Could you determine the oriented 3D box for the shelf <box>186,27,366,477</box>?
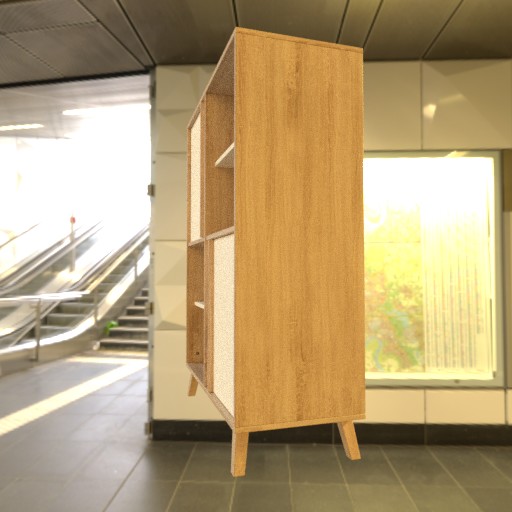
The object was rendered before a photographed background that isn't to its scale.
[{"bbox_3d":[0.000,0.000,1.897,0.450,1.390,1.000,1,-2,-17],"label":"shelf"}]
